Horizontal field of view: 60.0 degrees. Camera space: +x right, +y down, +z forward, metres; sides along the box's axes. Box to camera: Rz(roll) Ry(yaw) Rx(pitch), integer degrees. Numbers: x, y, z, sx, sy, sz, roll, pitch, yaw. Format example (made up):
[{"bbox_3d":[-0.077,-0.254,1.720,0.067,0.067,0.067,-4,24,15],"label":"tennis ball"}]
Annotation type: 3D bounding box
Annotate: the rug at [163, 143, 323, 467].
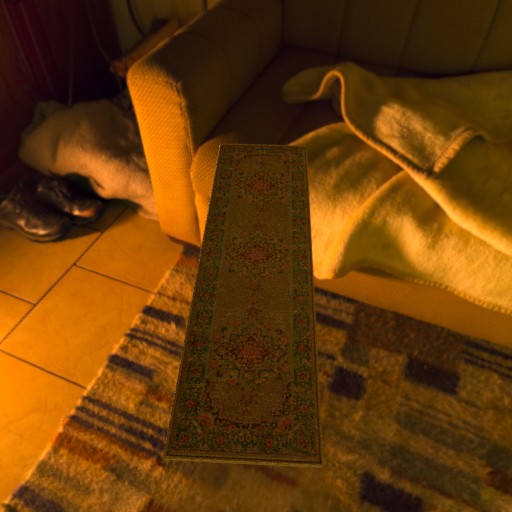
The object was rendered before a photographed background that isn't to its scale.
[{"bbox_3d":[0.000,0.000,2.581,0.659,0.019,2.297,2,47,2],"label":"rug"}]
